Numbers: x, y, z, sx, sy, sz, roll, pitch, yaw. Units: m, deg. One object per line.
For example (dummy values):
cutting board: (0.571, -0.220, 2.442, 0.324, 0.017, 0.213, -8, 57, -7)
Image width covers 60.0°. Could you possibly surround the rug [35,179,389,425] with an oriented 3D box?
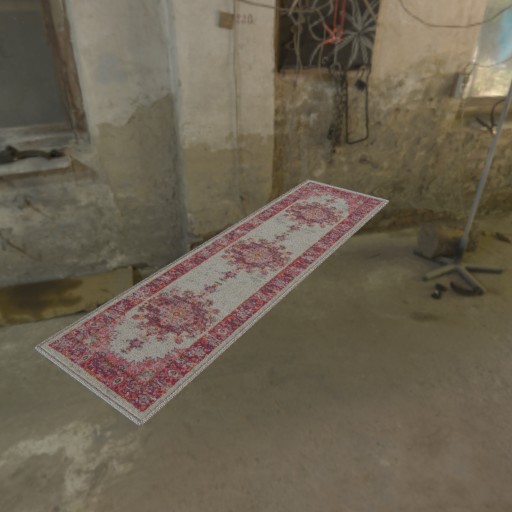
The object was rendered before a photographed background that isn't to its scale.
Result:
rug: (0.000, 0.000, 2.501, 0.666, 0.011, 2.294, 21, 38, 30)
